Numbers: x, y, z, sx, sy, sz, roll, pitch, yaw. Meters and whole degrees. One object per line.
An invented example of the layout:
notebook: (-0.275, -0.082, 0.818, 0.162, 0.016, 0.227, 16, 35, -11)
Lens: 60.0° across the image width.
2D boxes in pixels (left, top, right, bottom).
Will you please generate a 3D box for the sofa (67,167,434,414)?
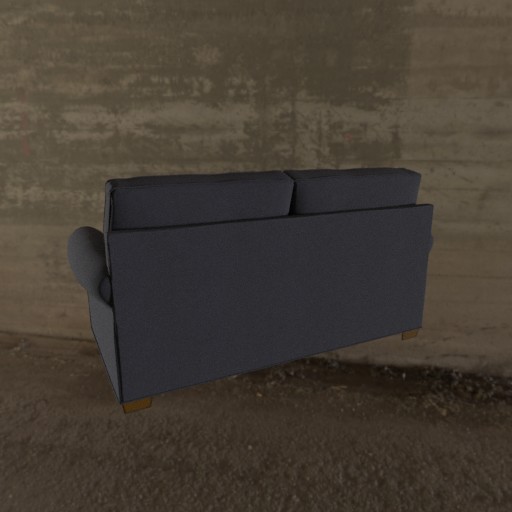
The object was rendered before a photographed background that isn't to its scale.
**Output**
sofa: (0.000, 0.000, 2.600, 2.009, 1.031, 0.951, -7, 17, -26)
